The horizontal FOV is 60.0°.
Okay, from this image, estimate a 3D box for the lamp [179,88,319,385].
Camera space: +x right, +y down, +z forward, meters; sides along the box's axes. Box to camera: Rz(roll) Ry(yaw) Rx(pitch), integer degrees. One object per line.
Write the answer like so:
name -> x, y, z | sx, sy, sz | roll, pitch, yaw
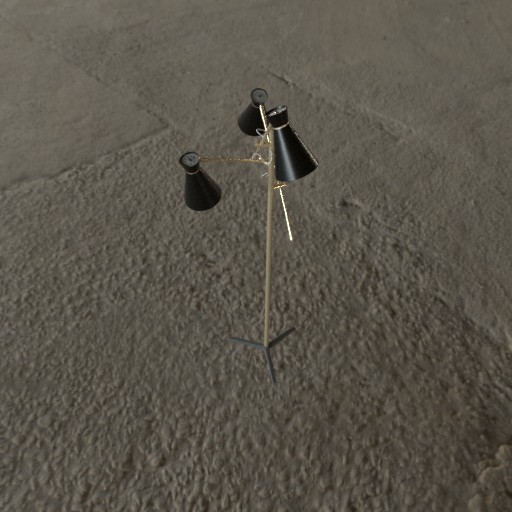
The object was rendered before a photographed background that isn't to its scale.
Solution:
lamp -> 0.000, 0.000, 2.192 | 0.653, 1.804, 0.750 | -31, 53, -28
